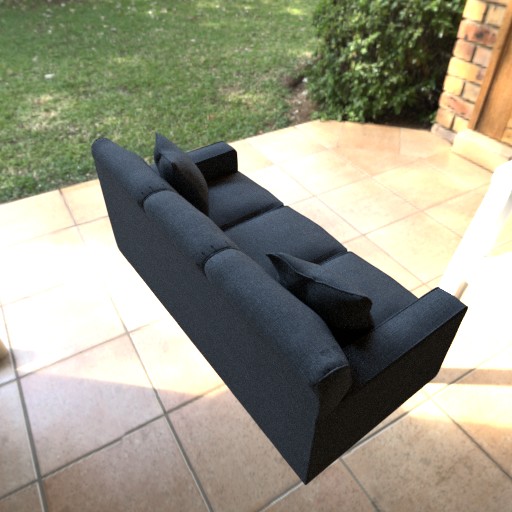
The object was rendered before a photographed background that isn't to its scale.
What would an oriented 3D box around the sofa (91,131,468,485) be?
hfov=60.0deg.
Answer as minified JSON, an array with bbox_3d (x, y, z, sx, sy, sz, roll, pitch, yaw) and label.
[{"bbox_3d":[0.000,0.000,2.503,0.997,0.958,2.024,-26,48,-27],"label":"sofa"}]
